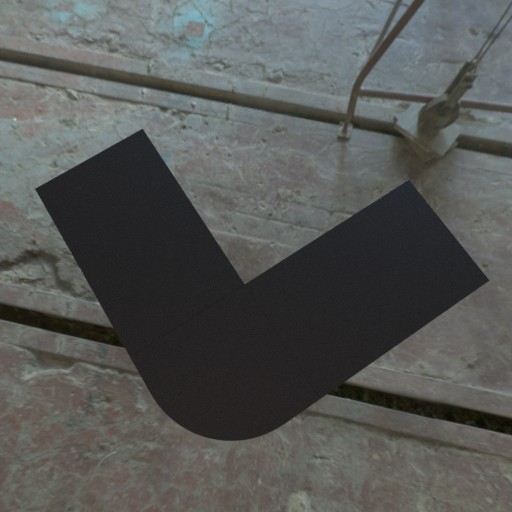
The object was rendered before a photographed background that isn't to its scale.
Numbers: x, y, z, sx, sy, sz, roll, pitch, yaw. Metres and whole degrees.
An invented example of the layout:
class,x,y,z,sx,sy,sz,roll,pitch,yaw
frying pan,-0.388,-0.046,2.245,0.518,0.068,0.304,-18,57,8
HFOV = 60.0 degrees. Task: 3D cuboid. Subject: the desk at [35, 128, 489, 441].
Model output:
class,x,y,z,sx,sy,sz,roll,pitch,yaw
desk,0.000,0.000,2.257,1.400,0.762,1.400,-32,78,-8
